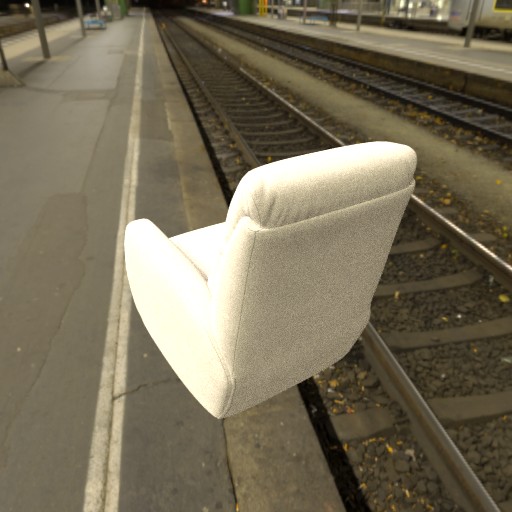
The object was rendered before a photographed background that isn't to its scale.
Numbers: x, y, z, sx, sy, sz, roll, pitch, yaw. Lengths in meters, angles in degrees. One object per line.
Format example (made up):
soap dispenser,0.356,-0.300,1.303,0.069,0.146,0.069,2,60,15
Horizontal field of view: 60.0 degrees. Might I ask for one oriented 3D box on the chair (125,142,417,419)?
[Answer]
chair,0.000,0.000,1.739,0.812,1.015,0.941,-18,35,-28
